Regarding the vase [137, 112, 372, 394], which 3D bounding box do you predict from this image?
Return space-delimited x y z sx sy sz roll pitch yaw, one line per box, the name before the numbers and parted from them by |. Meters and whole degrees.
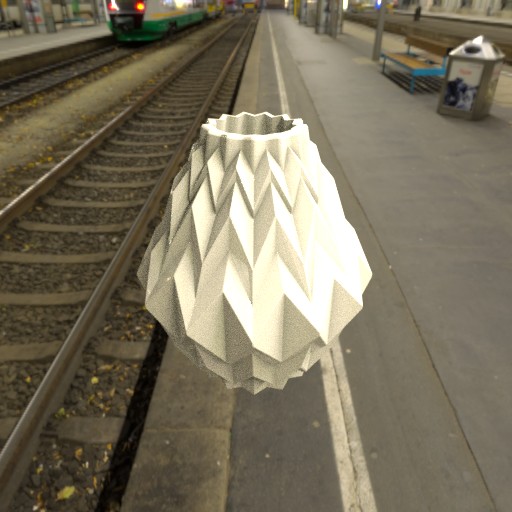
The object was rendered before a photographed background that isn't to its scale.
vase | 0.000 0.000 0.313 0.164 0.185 0.164 0 30 0
